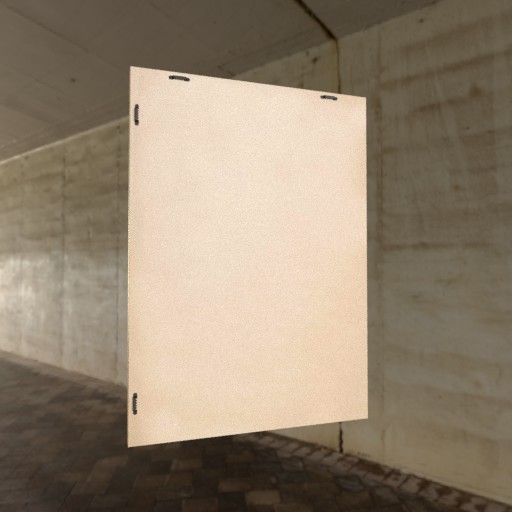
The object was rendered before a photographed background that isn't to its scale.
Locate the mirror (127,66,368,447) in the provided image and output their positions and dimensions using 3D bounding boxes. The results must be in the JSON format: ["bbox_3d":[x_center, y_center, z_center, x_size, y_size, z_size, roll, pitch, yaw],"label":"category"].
[{"bbox_3d":[0.000,0.000,0.917,0.507,0.710,0.040,0,-1,-18],"label":"mirror"}]
